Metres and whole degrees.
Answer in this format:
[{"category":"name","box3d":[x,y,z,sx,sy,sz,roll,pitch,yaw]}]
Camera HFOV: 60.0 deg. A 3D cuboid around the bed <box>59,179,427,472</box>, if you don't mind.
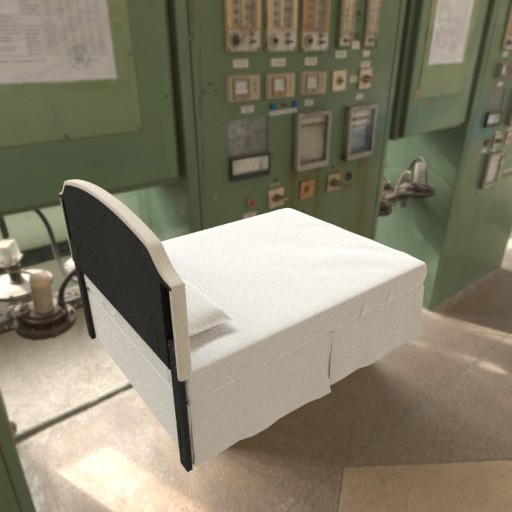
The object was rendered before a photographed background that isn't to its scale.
[{"category":"bed","box3d":[0.000,0.000,3.009,1.999,1.270,1.558,-18,31,-33]}]
